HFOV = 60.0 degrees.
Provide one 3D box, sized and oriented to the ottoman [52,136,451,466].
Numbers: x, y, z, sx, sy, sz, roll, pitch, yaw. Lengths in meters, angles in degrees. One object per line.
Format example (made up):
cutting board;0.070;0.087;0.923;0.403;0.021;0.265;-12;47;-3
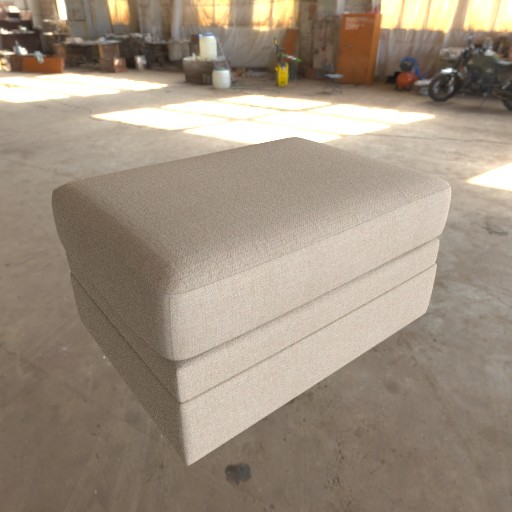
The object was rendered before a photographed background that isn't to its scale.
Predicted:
ottoman;0.000;0.000;1.225;0.885;0.478;0.637;-21;35;-33
